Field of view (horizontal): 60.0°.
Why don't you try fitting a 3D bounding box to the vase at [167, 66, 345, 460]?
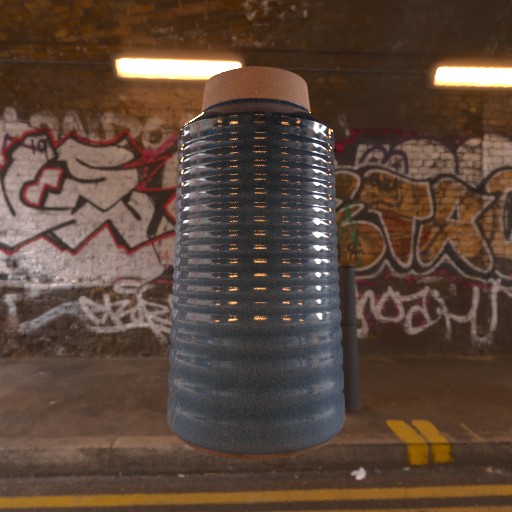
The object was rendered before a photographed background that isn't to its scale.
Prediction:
[{"bbox_3d":[0.000,0.000,0.416,0.163,0.316,0.163,0,0,0],"label":"vase"}]
